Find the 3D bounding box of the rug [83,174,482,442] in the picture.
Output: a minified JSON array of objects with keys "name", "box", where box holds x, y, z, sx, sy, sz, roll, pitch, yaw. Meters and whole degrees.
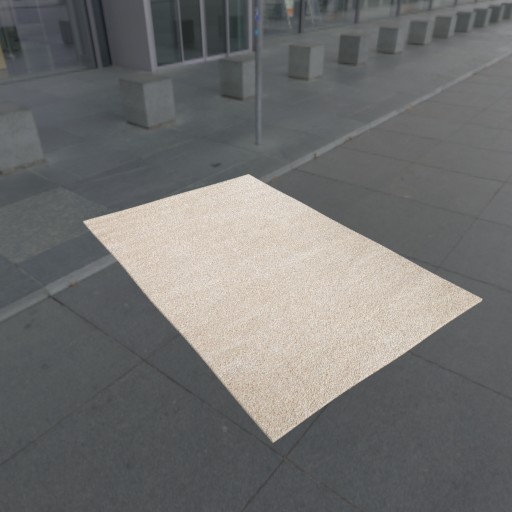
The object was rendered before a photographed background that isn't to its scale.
[{"name":"rug","box":[0.000,0.000,3.450,1.800,0.025,2.699,-22,39,-30]}]
